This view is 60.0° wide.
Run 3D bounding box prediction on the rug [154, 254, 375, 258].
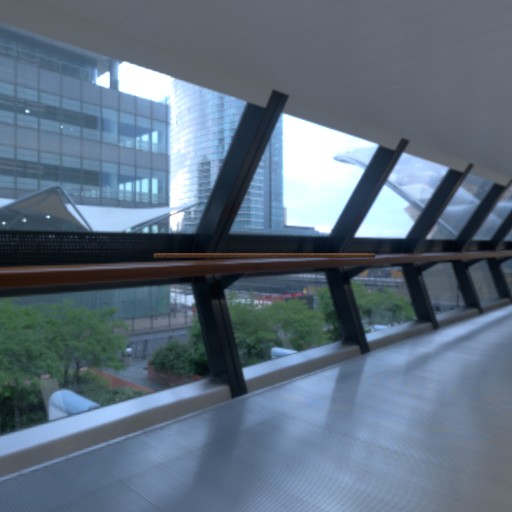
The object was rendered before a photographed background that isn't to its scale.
[{"bbox_3d":[0.000,0.000,2.729,0.764,0.017,2.439,0,0,-1],"label":"rug"}]
